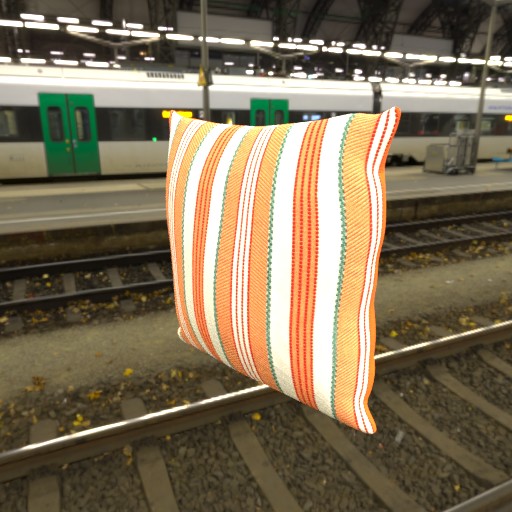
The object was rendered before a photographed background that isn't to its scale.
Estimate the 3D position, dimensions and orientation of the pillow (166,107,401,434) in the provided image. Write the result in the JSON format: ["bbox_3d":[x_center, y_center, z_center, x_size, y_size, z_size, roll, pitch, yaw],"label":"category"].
[{"bbox_3d":[0.000,0.000,0.689,0.440,0.441,0.182,15,22,42],"label":"pillow"}]
